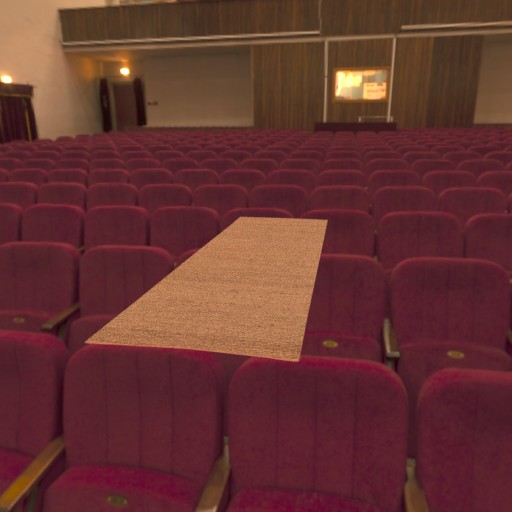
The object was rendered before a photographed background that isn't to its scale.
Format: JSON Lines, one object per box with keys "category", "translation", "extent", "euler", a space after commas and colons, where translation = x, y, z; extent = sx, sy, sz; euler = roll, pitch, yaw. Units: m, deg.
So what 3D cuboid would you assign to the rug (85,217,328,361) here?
{"category": "rug", "translation": [0.000, 0.000, 2.592], "extent": [0.741, 0.014, 2.390], "euler": [3, 16, 11]}
